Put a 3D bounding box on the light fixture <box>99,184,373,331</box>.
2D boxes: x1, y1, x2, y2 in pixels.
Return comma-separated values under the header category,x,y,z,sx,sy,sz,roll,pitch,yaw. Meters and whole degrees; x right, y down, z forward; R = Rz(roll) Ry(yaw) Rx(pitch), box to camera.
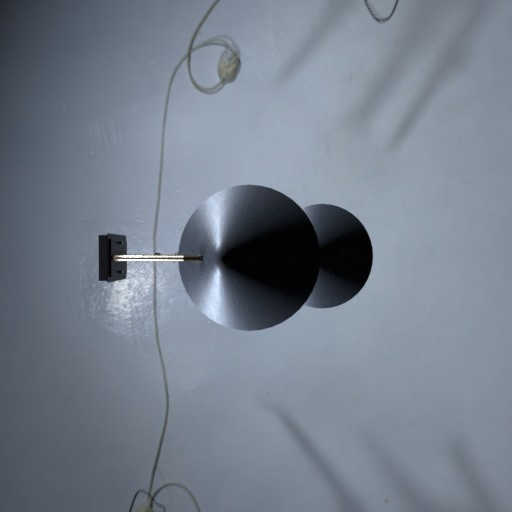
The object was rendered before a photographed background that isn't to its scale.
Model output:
category,x,y,z,sx,sy,sz,roll,pitch,yaw
light fixture,0.000,0.000,0.838,0.422,0.665,0.189,0,91,0
